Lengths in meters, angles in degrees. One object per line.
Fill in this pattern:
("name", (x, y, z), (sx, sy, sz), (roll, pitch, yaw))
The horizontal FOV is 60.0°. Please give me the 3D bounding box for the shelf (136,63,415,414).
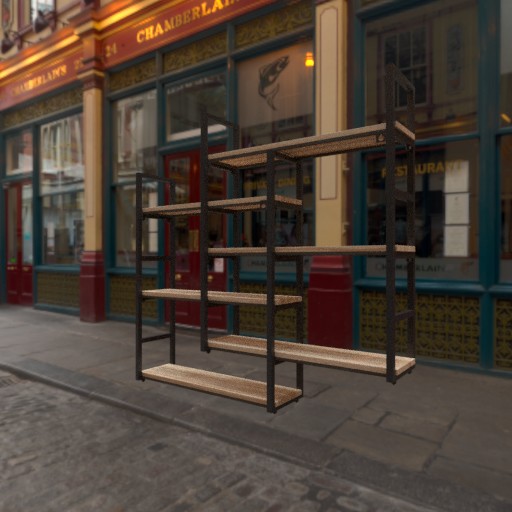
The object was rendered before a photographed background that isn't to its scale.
("shelf", (0.000, 0.000, 1.406), (0.946, 0.921, 0.183), (0, 0, 36))
